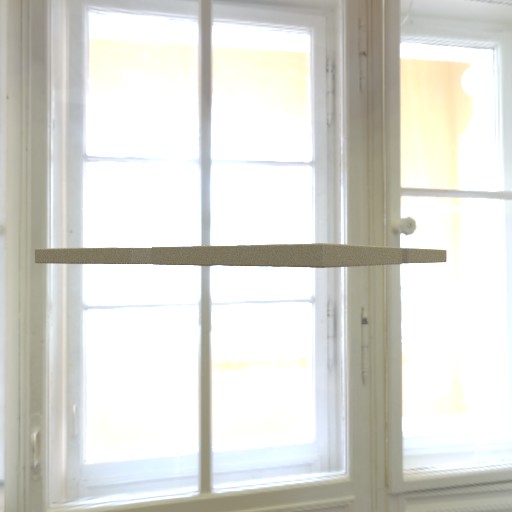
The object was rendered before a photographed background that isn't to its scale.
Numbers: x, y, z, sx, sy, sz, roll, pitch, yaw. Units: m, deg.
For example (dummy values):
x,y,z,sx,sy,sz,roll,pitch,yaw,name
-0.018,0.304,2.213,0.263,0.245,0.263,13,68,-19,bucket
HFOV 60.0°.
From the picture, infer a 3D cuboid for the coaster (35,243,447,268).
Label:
x,y,z,sx,sy,sz,roll,pitch,yaw,name
0.000,0.000,0.327,0.219,0.010,0.214,0,0,35,coaster
